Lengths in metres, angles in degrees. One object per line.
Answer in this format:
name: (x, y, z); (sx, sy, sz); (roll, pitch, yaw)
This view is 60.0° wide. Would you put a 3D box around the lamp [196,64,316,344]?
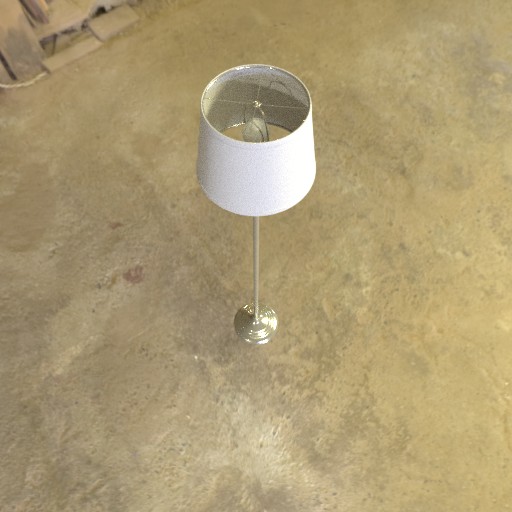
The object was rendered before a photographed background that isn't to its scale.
lamp: (0.000, 0.000, 1.679); (0.327, 1.506, 0.327); (-34, 67, -16)
